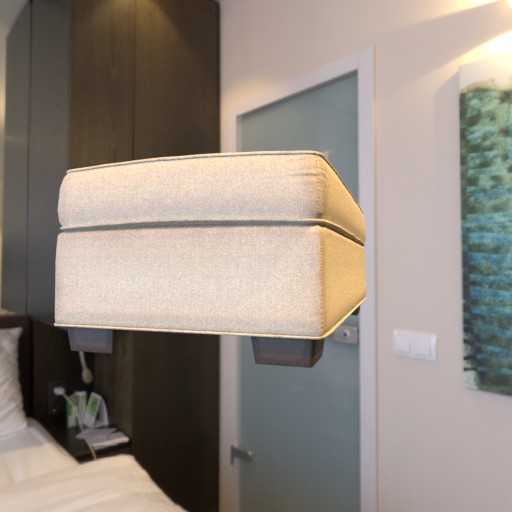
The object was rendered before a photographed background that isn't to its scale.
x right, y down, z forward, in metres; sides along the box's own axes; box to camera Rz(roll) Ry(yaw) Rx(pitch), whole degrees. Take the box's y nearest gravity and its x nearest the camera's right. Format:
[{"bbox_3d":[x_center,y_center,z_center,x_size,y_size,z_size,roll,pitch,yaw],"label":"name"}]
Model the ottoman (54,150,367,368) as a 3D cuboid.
[{"bbox_3d":[0.000,0.000,1.418,0.617,0.448,1.097,0,-1,18],"label":"ottoman"}]
